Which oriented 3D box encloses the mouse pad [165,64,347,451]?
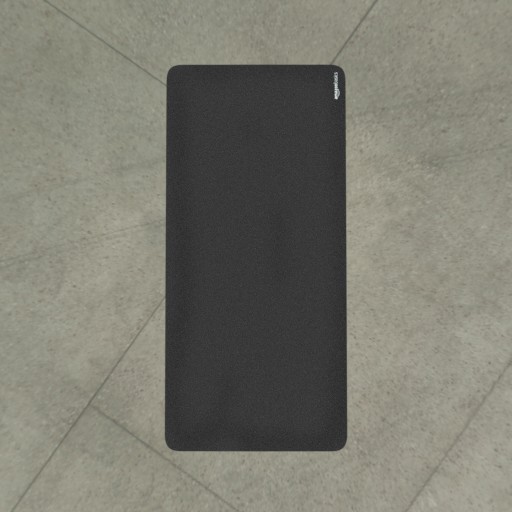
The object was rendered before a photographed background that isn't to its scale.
[{"bbox_3d":[0.000,0.000,1.040,0.424,0.003,0.907,0,89,0],"label":"mouse pad"}]
